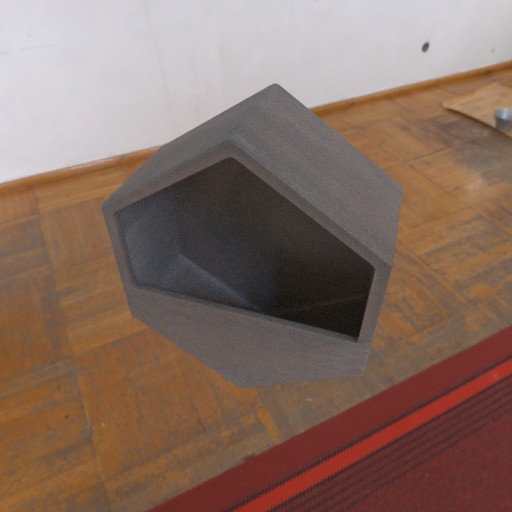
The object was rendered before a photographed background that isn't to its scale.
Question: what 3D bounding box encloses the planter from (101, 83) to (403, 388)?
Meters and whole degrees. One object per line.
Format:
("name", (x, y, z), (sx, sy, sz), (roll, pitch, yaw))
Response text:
("planter", (0.000, 0.000, 0.301), (0.169, 0.206, 0.077), (12, 43, 13))
